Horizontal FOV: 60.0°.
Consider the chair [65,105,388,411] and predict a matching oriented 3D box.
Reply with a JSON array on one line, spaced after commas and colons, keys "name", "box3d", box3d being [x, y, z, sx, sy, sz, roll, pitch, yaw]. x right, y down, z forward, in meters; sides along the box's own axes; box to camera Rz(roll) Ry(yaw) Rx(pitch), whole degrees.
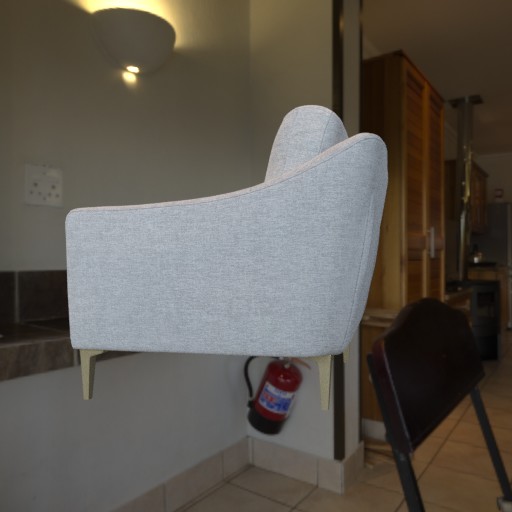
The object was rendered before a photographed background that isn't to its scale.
[{"name": "chair", "box3d": [0.000, 0.000, 1.684, 0.961, 0.902, 0.986, 0, -1, 17]}]
